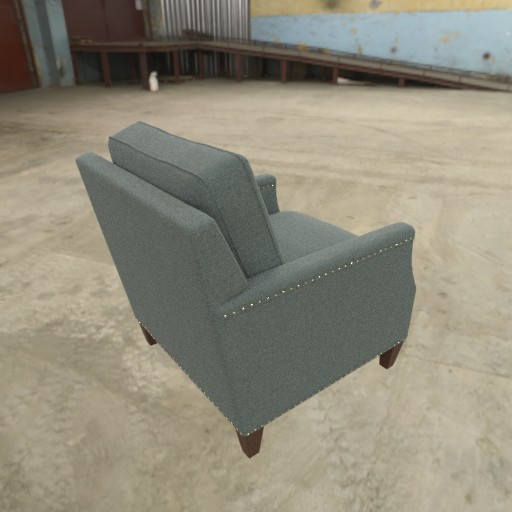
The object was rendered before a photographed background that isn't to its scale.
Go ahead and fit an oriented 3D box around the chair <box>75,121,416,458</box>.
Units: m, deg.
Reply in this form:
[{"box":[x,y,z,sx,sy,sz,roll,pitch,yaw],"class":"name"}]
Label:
[{"box":[0.000,0.000,1.776,1.031,1.031,0.885,-19,32,-33],"class":"chair"}]
